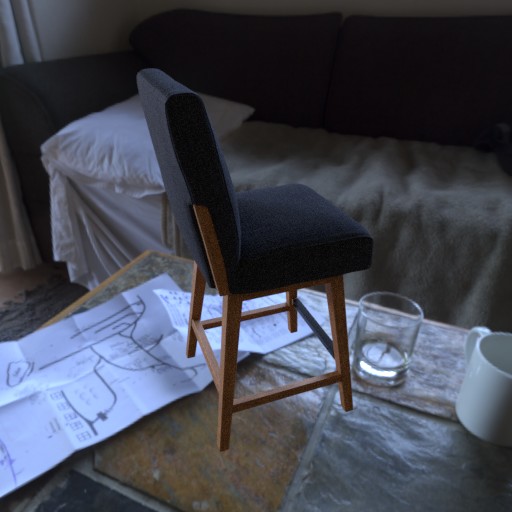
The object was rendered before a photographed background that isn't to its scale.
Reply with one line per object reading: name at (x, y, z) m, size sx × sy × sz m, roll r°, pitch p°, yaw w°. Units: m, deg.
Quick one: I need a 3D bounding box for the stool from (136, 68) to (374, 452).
stool at (0.000, 0.000, 1.309) m, size 0.526 × 1.010 × 0.459 m, roll -10°, pitch 31°, yaw -18°
